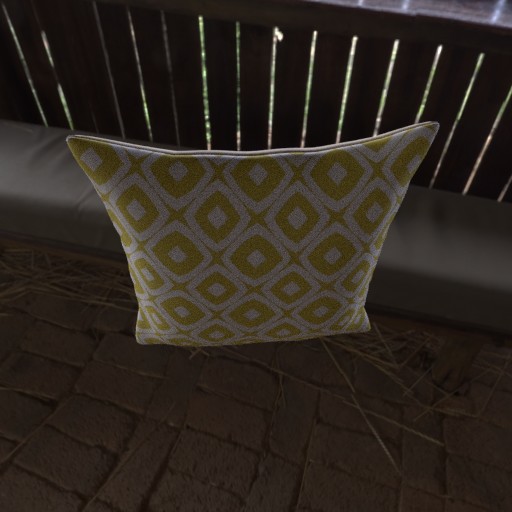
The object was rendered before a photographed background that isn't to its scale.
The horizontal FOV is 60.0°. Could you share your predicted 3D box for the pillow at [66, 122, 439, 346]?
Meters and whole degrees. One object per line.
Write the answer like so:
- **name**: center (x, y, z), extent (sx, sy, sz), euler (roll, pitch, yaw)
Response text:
- **pillow**: center (0.000, 0.000, 0.773), extent (0.504, 0.494, 0.188), euler (-3, 46, -3)
